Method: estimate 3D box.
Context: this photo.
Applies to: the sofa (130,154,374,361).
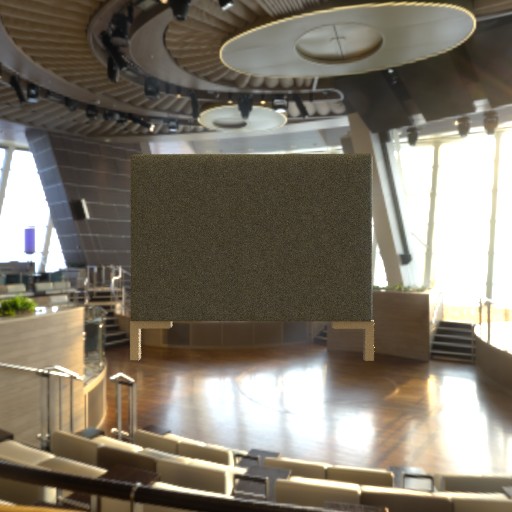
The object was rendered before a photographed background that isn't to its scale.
[{"bbox_3d":[0.000,0.000,2.431,0.797,0.657,2.102,0,0,1],"label":"sofa"}]
